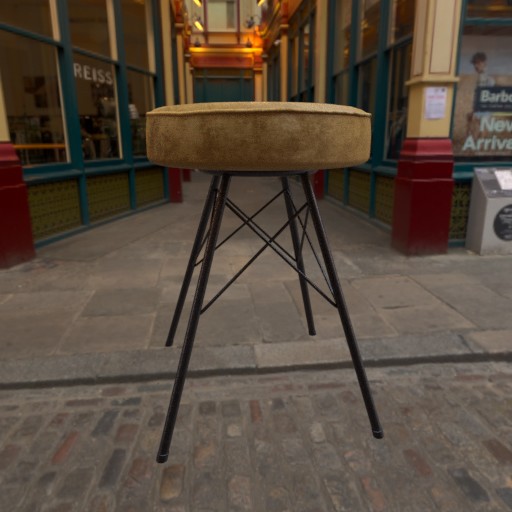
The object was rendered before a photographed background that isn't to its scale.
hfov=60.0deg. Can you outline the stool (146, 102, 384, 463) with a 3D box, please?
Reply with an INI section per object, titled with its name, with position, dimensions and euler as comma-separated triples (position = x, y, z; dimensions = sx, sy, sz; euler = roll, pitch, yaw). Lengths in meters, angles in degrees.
[stool]
position = 0.000, 0.000, 0.928
dimensions = 0.438, 0.595, 0.472
euler = -2, 15, -7
